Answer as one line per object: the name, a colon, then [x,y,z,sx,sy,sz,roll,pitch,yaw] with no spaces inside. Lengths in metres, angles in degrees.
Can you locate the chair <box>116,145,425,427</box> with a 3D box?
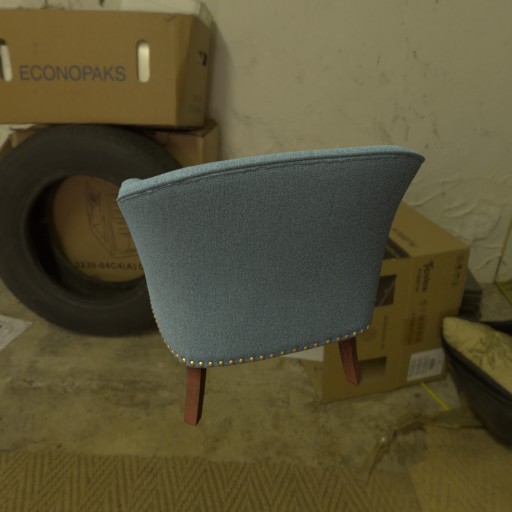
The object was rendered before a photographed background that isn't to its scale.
chair: [0.000,0.000,1.380,0.772,0.815,0.704,-8,29,-15]
